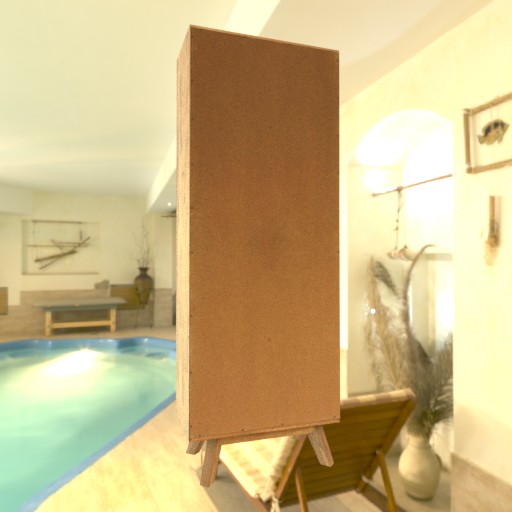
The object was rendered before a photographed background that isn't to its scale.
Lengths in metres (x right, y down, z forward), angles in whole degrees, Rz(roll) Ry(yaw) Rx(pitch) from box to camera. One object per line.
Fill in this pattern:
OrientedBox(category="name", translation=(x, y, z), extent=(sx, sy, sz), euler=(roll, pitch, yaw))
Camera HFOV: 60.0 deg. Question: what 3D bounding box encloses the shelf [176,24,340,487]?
OrientedBox(category="shelf", translation=(0.000, 0.000, 1.475), extent=(0.491, 1.342, 0.267), euler=(0, -1, -19))
